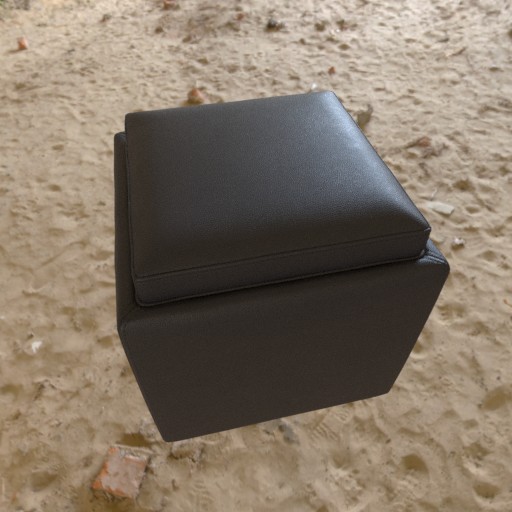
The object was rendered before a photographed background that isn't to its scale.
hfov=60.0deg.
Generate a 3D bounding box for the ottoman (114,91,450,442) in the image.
[{"bbox_3d":[0.000,0.000,0.809,0.450,0.460,0.451,-9,48,-9],"label":"ottoman"}]
